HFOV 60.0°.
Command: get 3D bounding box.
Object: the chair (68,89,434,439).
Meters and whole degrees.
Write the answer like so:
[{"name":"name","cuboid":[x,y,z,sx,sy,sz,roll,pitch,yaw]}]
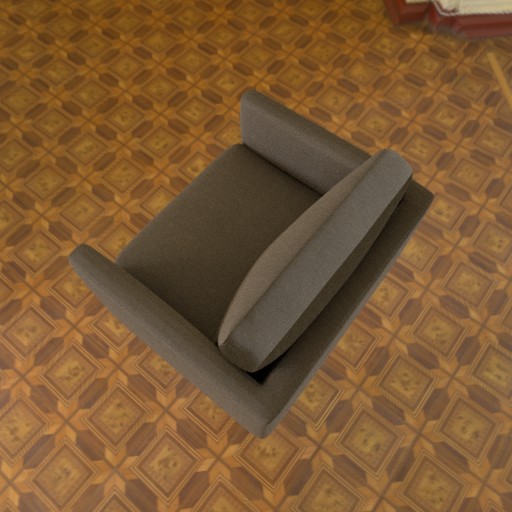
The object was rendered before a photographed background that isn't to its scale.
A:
[{"name":"chair","cuboid":[0.000,0.000,1.889,0.959,0.963,1.107,35,69,16]}]
